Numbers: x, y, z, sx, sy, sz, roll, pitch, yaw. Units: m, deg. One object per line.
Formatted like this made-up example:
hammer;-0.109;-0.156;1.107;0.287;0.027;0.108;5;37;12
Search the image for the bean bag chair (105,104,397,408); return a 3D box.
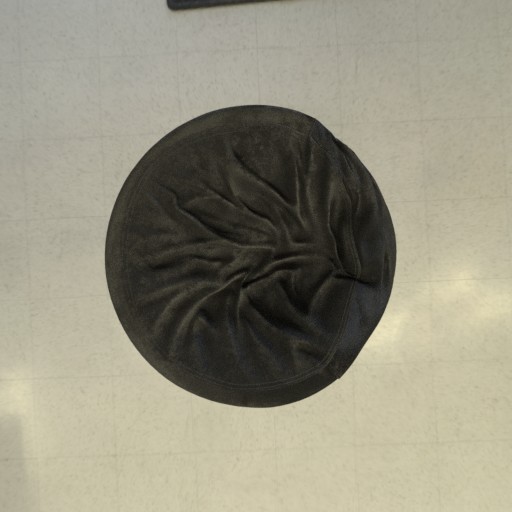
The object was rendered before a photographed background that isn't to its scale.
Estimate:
bean bag chair;0.000;0.000;1.497;0.918;0.605;0.918;0;90;1
